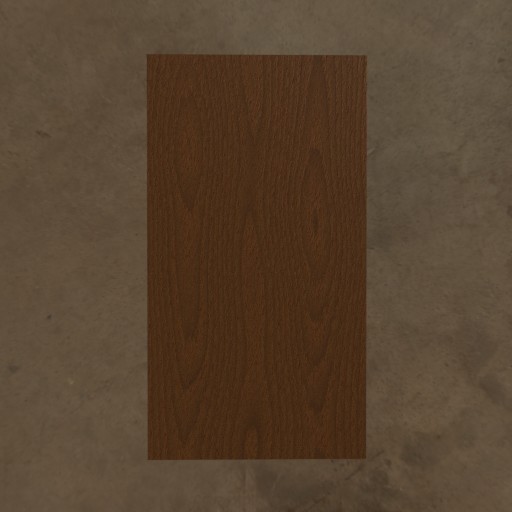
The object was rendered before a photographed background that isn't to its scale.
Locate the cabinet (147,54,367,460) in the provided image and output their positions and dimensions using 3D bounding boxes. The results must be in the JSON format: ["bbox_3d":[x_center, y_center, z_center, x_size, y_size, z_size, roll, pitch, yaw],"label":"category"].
[{"bbox_3d":[0.000,0.000,1.148,0.388,0.748,0.712,0,91,-1],"label":"cabinet"}]
